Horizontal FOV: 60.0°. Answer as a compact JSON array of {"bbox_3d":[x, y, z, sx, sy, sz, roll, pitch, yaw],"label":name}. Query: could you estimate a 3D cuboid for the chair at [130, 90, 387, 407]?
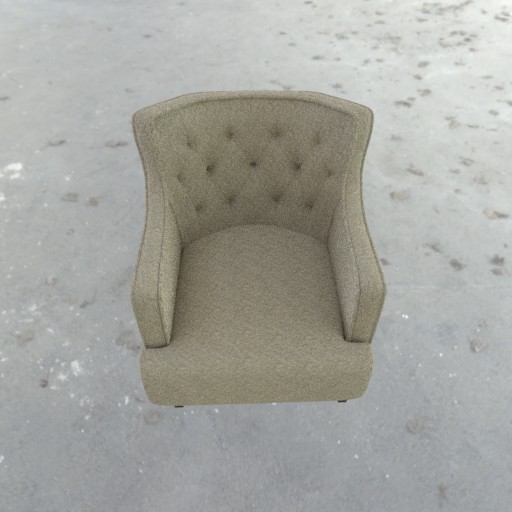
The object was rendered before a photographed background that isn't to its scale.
[{"bbox_3d":[0.000,0.000,1.694,0.820,0.920,0.910,-1,46,-1],"label":"chair"}]
